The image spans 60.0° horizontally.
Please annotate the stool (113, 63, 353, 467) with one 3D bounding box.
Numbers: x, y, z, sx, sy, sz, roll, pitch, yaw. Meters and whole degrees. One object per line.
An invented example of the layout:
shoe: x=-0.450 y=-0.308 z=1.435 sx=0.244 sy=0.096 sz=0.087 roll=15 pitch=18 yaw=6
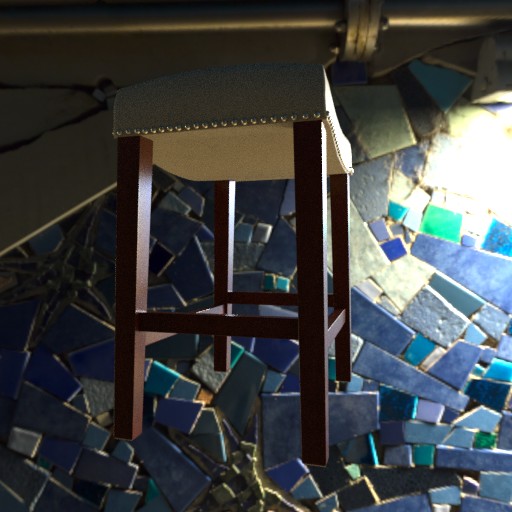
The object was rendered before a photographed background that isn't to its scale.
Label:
stool: x=0.000 y=0.000 z=0.952 sx=0.375 sy=0.632 sz=0.509 roll=0 pitch=0 yaw=17
